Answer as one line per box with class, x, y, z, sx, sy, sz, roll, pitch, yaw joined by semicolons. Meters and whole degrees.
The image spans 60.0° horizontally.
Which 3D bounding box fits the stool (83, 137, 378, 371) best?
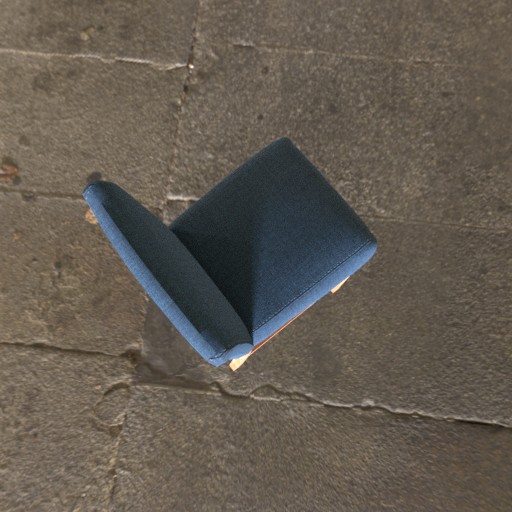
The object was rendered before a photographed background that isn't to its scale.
stool;0.000;0.000;1.347;0.567;1.039;0.454;-38;78;-9
